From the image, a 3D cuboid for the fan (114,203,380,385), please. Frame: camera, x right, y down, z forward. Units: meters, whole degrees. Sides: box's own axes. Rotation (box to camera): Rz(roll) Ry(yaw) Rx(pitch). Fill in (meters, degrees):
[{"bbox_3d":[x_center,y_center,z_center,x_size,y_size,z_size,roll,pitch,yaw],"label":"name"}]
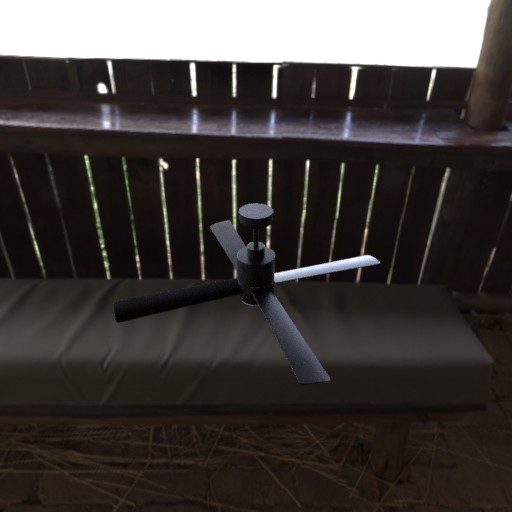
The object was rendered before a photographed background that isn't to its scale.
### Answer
[{"bbox_3d":[0.000,0.000,2.370,1.525,0.534,1.525,-10,33,-16],"label":"fan"}]
